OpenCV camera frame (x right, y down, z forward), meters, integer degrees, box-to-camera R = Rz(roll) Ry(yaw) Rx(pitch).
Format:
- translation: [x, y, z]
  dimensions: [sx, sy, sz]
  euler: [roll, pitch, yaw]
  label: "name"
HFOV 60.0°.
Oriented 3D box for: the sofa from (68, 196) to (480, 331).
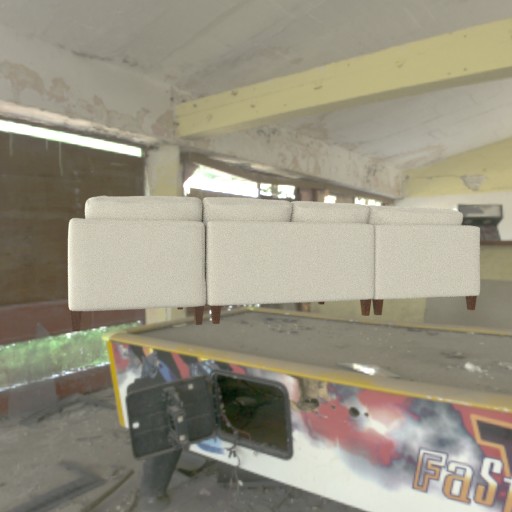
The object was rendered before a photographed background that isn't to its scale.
- translation: [0.000, 0.000, 4.640]
  dimensions: [3.459, 0.956, 2.593]
  euler: [0, 1, -18]
  label: "sofa"
